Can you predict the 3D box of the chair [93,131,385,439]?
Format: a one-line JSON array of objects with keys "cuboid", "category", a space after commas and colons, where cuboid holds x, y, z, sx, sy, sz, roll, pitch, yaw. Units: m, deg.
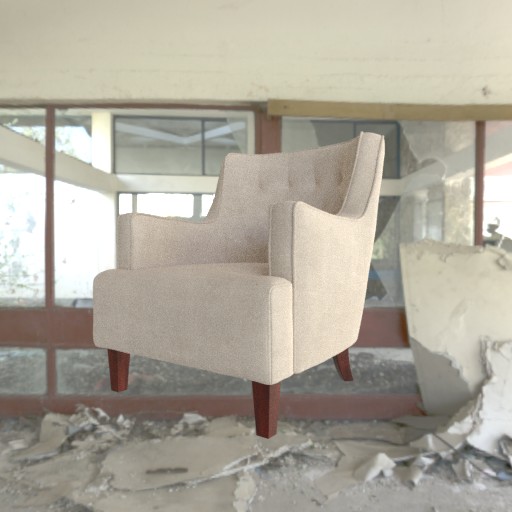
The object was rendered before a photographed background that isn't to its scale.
[{"cuboid": [0.000, 0.000, 1.638, 0.781, 0.920, 0.910, 1, 1, 36], "category": "chair"}]
